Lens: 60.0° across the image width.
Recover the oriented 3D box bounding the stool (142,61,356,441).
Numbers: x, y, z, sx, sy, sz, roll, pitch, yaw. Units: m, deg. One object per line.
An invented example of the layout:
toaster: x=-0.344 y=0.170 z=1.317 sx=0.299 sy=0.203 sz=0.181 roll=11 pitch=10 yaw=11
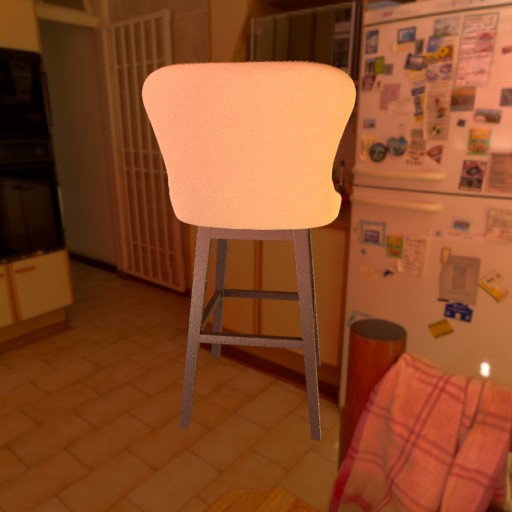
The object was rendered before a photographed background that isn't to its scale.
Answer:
stool: x=0.000 y=0.000 z=1.397 sx=0.528 sy=1.066 sz=0.605 roll=2 pitch=17 yaw=7
